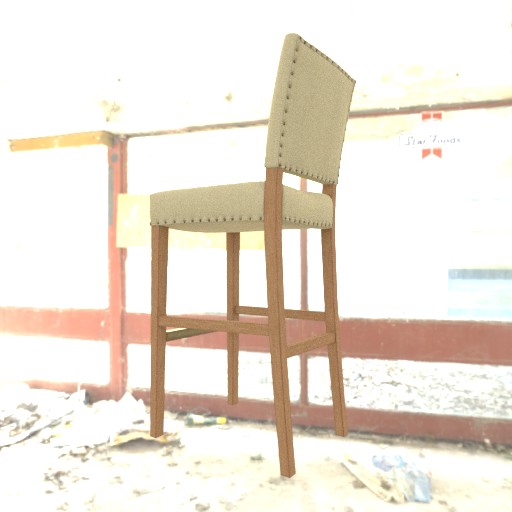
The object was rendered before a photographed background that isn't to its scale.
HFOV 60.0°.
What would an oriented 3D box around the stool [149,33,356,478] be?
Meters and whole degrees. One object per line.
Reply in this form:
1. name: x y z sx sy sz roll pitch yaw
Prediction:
1. stool: 0.000 0.000 1.421 0.546 1.143 0.428 0 0 36
